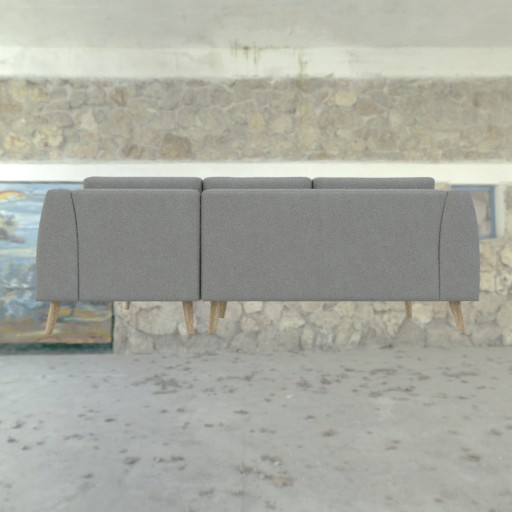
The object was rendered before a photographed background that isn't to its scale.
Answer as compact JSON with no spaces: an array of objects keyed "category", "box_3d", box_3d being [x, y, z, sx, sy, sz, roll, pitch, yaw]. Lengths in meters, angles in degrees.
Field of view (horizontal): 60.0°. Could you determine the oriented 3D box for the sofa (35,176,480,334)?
[{"category":"sofa","box_3d":[0.000,0.000,3.048,2.300,0.860,1.580,0,-2,-1]}]
